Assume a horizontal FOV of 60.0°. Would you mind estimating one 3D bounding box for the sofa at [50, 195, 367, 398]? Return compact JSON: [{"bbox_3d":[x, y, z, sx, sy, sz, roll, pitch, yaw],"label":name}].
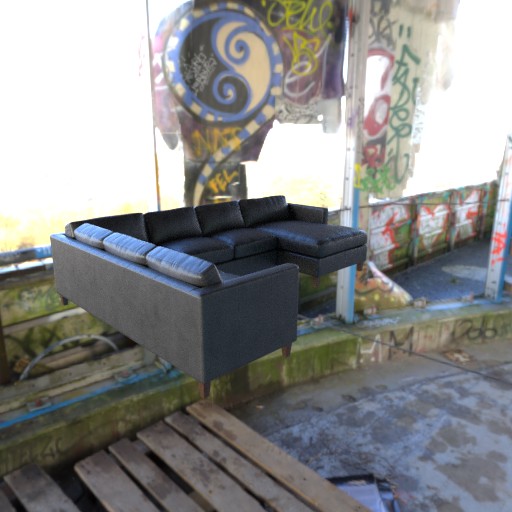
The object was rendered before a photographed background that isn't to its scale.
[{"bbox_3d":[0.000,0.000,4.719,3.324,0.891,2.452,-14,21,-42],"label":"sofa"}]
